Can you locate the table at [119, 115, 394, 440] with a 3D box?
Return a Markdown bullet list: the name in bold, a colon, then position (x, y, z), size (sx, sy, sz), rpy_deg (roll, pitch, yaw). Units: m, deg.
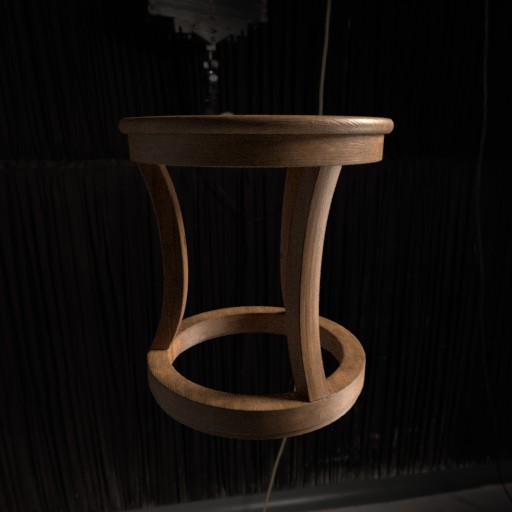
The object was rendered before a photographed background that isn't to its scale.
- **table**: position (0.000, 0.000, 0.784), size (0.432, 0.460, 0.432), rpy_deg (0, 16, 0)
